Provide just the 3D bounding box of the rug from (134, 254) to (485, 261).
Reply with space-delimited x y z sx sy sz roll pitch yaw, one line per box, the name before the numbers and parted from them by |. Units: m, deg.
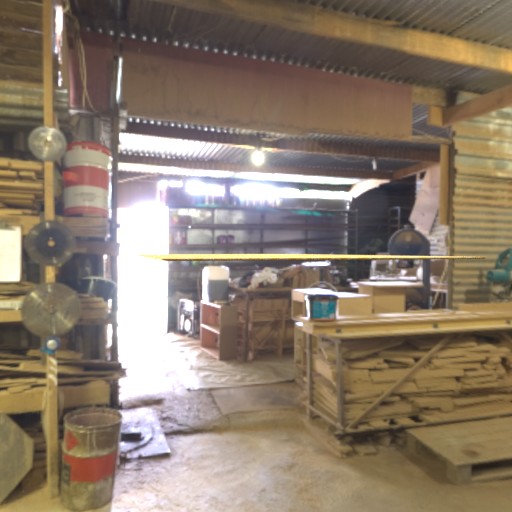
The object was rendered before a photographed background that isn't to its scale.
rug | 0.000 0.000 3.017 1.511 0.010 2.424 0 1 -18
